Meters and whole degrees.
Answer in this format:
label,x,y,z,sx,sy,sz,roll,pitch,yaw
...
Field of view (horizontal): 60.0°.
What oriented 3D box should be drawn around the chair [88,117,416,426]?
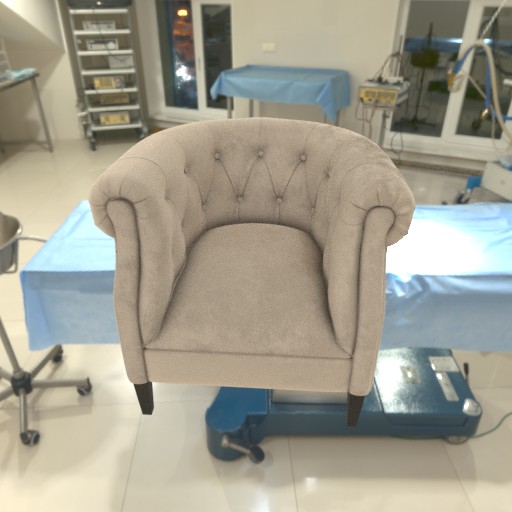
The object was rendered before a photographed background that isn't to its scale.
label,x,y,z,sx,sy,sz,roll,pitch,yaw
chair,0.000,0.000,1.609,0.904,0.826,0.851,2,31,3
